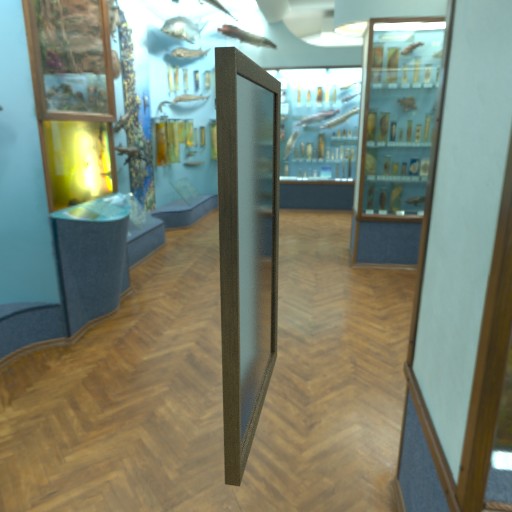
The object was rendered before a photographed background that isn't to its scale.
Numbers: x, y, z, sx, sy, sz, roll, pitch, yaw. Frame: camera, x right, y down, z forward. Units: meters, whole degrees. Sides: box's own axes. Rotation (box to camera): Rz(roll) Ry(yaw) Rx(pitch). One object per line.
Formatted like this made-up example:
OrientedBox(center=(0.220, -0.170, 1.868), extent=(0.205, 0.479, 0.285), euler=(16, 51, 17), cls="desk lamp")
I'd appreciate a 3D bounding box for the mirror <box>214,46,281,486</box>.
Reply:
OrientedBox(center=(0.000, 0.000, 1.171), extent=(0.040, 0.915, 0.609), euler=(3, 16, 10), cls="mirror")
